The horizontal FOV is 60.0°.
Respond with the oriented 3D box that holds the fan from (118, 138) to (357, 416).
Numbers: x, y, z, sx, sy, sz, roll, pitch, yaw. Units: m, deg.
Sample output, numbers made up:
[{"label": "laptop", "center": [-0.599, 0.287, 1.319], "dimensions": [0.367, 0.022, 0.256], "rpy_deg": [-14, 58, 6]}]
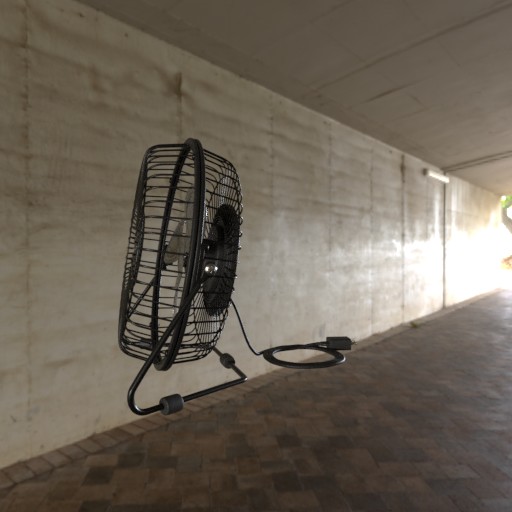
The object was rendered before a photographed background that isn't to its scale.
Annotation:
[{"label": "fan", "center": [0.000, 0.000, 0.381], "dimensions": [0.227, 0.188, 0.209], "rpy_deg": [0, 1, -19]}]
